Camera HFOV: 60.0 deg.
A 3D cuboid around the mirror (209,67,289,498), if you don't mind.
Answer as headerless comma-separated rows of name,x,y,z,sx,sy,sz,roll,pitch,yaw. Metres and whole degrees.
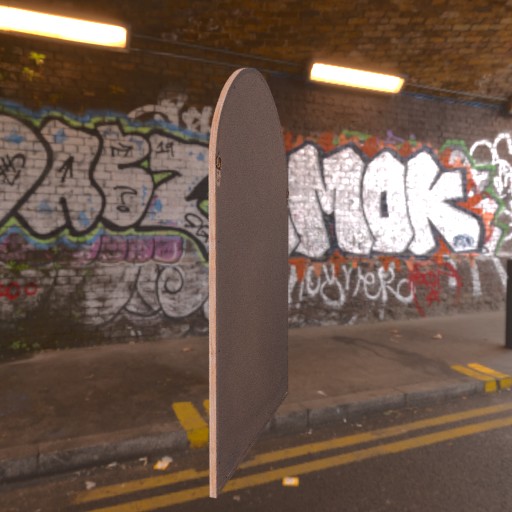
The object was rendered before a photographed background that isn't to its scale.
mirror,0.000,0.000,1.135,0.032,0.915,0.609,1,2,17
